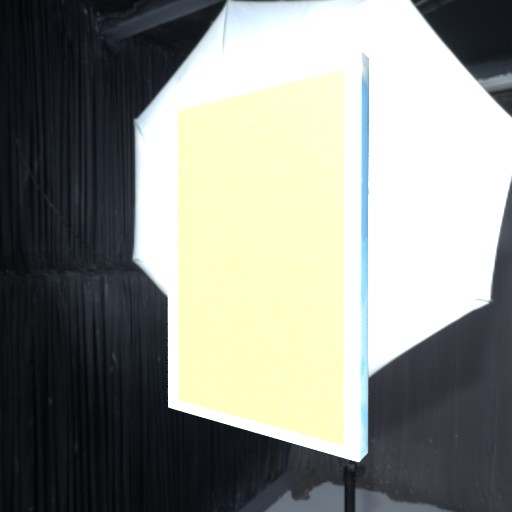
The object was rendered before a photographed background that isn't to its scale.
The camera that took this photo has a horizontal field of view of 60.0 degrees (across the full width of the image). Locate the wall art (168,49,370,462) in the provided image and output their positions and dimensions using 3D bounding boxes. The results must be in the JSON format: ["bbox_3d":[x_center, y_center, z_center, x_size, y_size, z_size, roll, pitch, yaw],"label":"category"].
[{"bbox_3d":[0.000,0.000,0.782,0.401,0.610,0.038,1,1,35],"label":"wall art"}]
